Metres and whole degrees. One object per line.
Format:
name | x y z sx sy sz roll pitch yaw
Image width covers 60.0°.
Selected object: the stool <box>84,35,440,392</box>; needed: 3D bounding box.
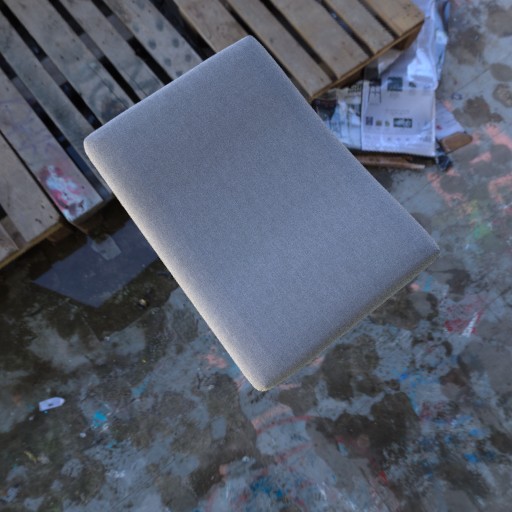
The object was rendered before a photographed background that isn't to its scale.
stool | 0.000 0.000 1.016 0.356 0.762 0.508 -36 78 -9
